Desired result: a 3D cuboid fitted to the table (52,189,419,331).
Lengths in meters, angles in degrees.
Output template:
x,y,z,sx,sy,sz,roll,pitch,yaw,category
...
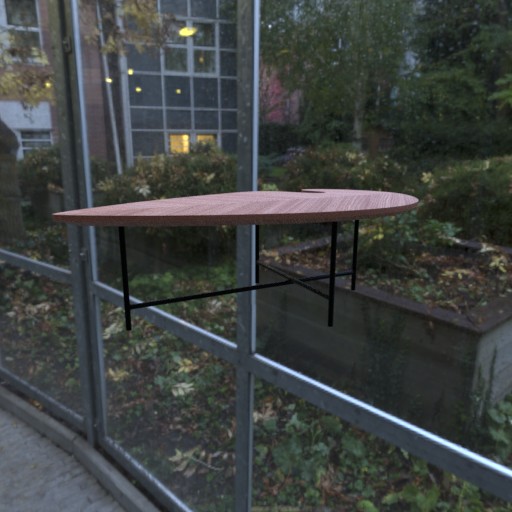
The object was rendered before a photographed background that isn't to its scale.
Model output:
x,y,z,sx,sy,sz,roll,pitch,yaw,category
0.000,0.000,1.469,1.199,0.360,0.598,-7,16,-26,table
